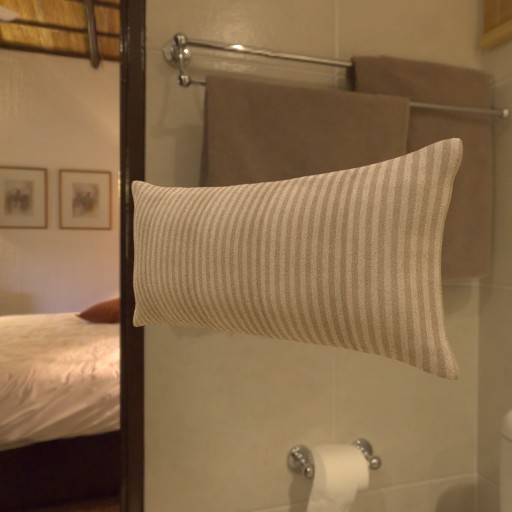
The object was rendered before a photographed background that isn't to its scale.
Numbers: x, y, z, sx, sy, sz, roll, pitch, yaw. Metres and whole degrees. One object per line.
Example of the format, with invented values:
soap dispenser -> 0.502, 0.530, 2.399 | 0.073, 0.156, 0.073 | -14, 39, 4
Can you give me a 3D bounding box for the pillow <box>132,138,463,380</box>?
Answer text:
pillow -> 0.000, 0.000, 0.718 | 0.617, 0.295, 0.151 | 1, 1, 36
